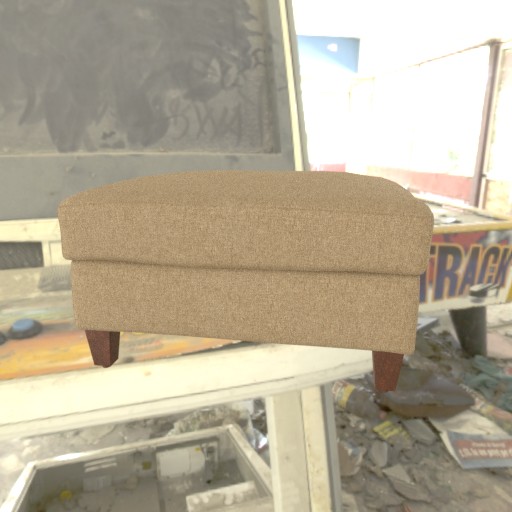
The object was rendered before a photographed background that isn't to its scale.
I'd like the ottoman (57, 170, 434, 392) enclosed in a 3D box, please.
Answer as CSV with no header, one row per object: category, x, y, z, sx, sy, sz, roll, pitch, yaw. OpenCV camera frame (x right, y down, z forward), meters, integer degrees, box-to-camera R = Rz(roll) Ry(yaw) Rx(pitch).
ottoman,0.000,0.000,1.356,0.889,0.511,0.692,2,15,9
